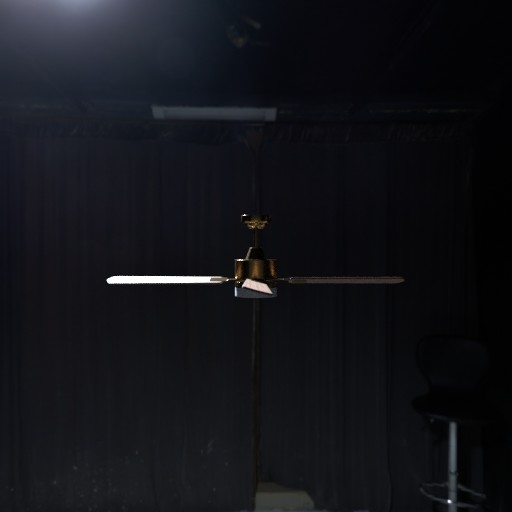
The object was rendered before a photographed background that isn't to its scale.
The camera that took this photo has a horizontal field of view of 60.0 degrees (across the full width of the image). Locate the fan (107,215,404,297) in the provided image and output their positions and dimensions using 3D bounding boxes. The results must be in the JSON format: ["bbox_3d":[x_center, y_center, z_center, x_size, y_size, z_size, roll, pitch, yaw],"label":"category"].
[{"bbox_3d":[0.000,0.000,1.975,1.320,0.355,1.320,0,0,0],"label":"fan"}]
